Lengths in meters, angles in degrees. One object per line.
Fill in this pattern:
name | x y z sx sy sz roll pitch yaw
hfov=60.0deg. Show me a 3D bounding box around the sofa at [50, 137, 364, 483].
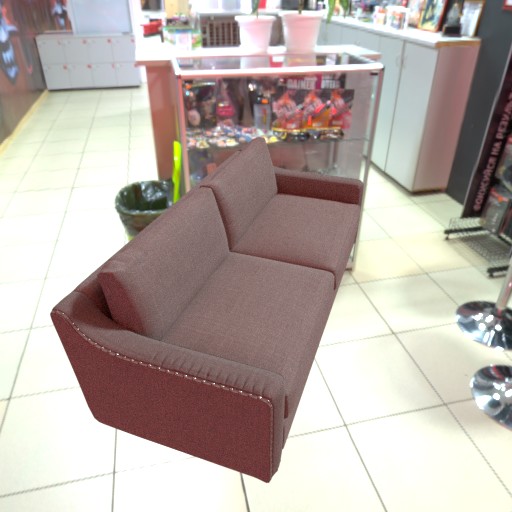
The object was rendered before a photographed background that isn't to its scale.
sofa | 0.000 0.000 2.672 1.000 0.857 2.208 11 34 17
